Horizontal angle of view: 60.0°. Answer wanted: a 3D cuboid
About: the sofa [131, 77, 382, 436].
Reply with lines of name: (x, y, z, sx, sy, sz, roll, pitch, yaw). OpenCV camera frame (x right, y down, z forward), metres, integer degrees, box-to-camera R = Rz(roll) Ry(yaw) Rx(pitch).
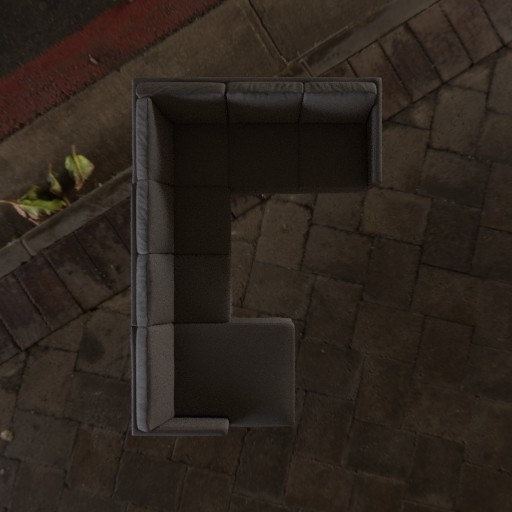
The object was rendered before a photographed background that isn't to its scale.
sofa: (0.000, 0.000, 4.529, 2.476, 0.878, 3.528, 0, 90, 0)
